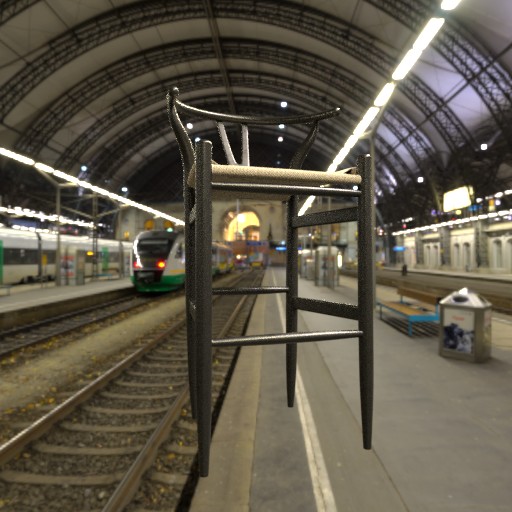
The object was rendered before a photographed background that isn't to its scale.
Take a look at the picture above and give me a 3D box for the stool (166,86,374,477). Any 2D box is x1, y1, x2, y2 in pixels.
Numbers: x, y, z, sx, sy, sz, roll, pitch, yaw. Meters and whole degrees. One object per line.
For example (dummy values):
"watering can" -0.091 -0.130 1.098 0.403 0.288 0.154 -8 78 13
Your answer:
"stool" 0.000 0.000 1.416 0.569 1.072 0.579 0 0 -20
